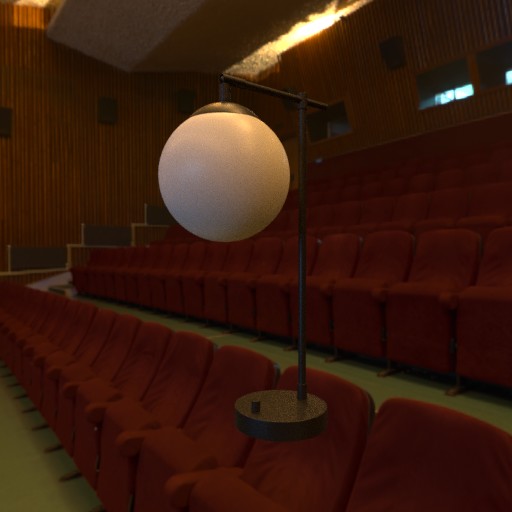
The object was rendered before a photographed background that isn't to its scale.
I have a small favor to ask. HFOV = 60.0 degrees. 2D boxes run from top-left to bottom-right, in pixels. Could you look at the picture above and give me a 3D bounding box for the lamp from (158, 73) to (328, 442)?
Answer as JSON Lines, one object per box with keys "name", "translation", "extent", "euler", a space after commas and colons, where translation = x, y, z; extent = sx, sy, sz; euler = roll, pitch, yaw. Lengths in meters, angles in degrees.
{"name": "lamp", "translation": [0.000, 0.000, 0.710], "extent": [0.316, 0.559, 0.197], "euler": [0, 1, -37]}
